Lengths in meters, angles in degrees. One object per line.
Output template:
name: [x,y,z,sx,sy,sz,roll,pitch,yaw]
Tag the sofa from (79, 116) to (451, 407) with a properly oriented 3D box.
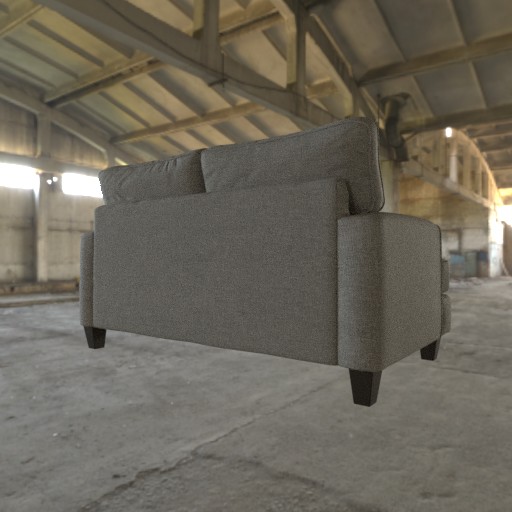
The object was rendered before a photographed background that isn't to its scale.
sofa: [0.000,0.000,2.214,1.651,0.965,0.965,0,0,37]
